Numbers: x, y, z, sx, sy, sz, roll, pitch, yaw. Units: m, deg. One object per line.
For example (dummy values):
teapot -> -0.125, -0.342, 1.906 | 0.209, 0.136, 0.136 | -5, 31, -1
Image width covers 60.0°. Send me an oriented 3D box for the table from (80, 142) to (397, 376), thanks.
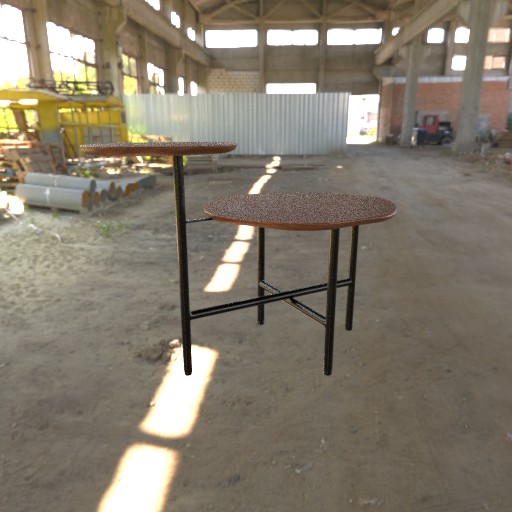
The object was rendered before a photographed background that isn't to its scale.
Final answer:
table -> 0.000, 0.000, 1.084 | 0.759, 0.538, 0.442 | -9, 18, -27
